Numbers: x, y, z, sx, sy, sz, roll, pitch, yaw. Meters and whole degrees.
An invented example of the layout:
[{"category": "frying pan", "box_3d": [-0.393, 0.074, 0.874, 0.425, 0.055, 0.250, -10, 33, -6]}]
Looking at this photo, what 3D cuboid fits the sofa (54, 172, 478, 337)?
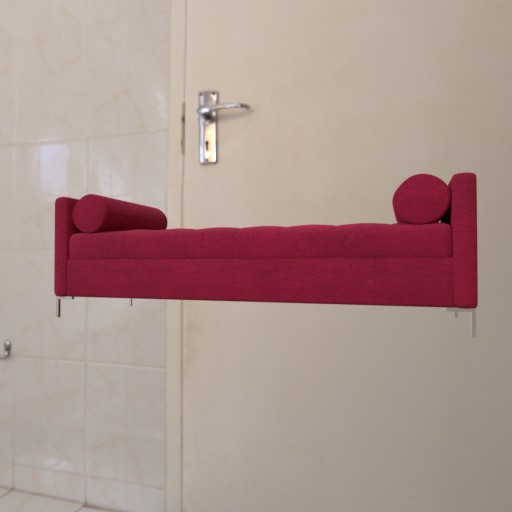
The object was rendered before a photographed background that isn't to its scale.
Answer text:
[{"category": "sofa", "box_3d": [0.000, 0.000, 2.292, 1.981, 0.635, 0.686, 0, -1, 19]}]
